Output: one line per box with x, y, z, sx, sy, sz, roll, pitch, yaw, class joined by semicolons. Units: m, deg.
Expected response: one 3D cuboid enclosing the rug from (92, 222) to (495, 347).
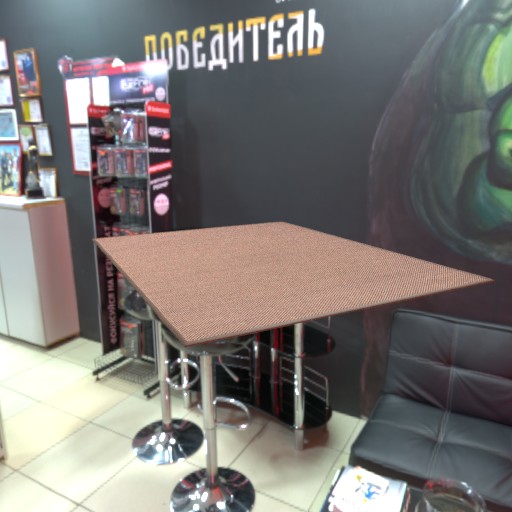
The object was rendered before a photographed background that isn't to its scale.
0.000;0.000;4.032;2.413;0.020;3.041;-7;15;-27;rug
